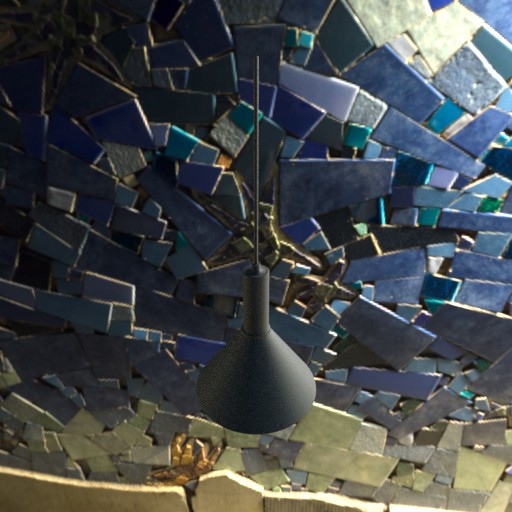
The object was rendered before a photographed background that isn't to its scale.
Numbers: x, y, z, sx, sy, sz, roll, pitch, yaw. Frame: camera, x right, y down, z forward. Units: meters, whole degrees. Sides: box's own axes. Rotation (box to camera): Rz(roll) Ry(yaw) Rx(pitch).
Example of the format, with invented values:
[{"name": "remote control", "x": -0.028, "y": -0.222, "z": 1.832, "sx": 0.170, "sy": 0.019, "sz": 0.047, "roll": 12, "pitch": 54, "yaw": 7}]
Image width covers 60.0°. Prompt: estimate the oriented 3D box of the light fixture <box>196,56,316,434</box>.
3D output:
[{"name": "light fixture", "x": 0.000, "y": 0.000, "z": 0.828, "sx": 0.267, "sy": 0.683, "sz": 0.267, "roll": 10, "pitch": 31, "yaw": 16}]
